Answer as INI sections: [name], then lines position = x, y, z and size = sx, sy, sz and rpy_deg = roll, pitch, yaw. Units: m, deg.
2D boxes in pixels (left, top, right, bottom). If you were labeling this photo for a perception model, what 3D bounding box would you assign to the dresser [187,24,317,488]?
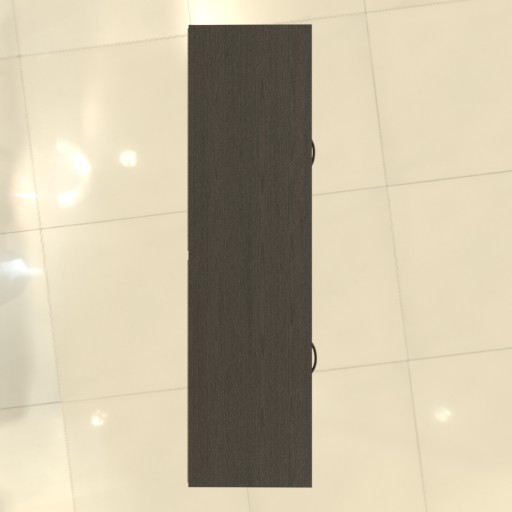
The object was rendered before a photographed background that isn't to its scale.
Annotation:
[dresser]
position = 0.000, 0.000, 1.679
size = 0.401, 0.755, 1.360
rpy_deg = 0, 90, 0
